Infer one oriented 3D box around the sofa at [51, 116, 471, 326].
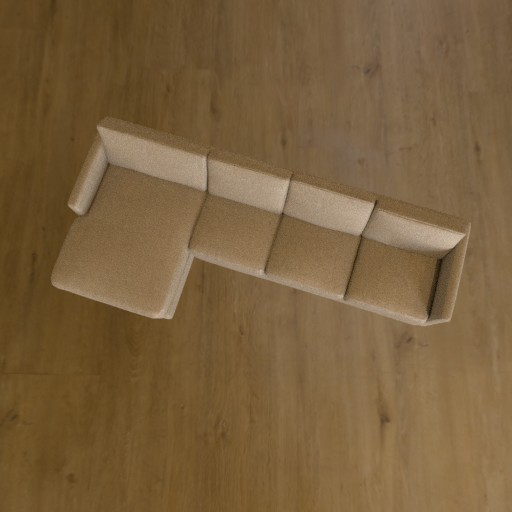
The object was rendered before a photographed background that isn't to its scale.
[{"bbox_3d":[0.000,0.000,3.734,3.201,0.876,1.502,17,77,4],"label":"sofa"}]
